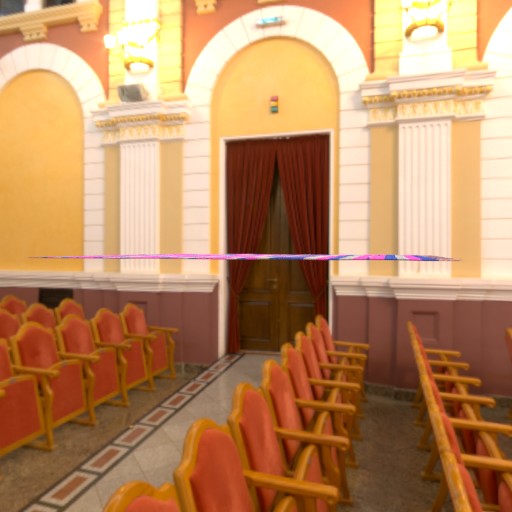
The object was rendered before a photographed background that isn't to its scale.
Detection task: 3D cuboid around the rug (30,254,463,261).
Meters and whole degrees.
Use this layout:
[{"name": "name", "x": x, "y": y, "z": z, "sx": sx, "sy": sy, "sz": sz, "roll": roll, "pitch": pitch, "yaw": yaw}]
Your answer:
[{"name": "rug", "x": 0.000, "y": 0.000, "z": 2.983, "sx": 2.350, "sy": 0.013, "sz": 1.539, "roll": 0, "pitch": 1, "yaw": 17}]
